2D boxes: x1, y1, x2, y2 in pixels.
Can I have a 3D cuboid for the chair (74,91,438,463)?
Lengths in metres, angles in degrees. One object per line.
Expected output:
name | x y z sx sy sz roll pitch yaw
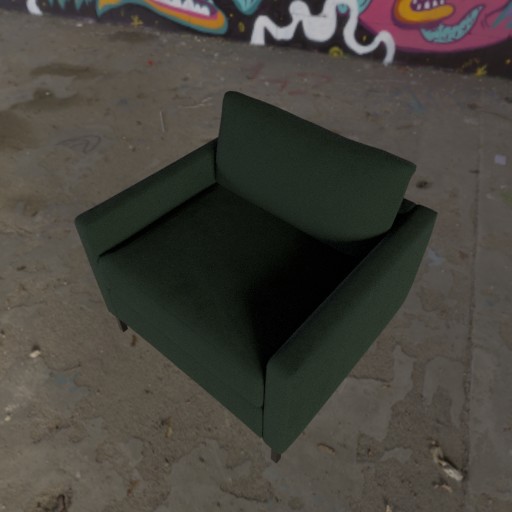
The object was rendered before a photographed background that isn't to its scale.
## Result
chair | 0.000 0.000 1.642 0.963 0.861 0.866 31 53 27
